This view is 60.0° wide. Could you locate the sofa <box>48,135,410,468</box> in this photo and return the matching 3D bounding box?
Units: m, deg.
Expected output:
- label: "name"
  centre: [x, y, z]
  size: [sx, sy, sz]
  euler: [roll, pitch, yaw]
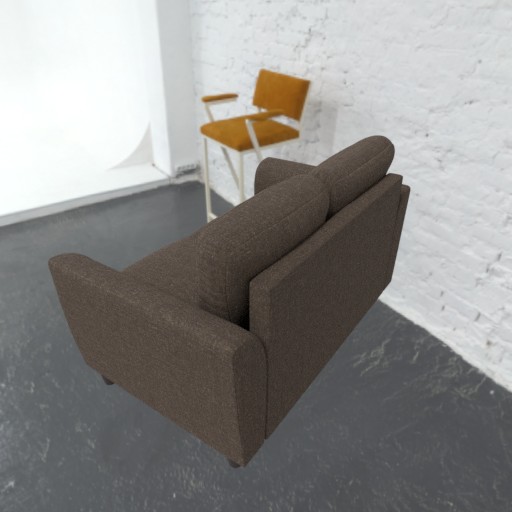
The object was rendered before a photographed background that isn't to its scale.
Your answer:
- label: "sofa"
  centre: [0.000, 0.000, 1.944]
  size: [0.851, 0.885, 1.423]
  euler: [20, 36, 30]
